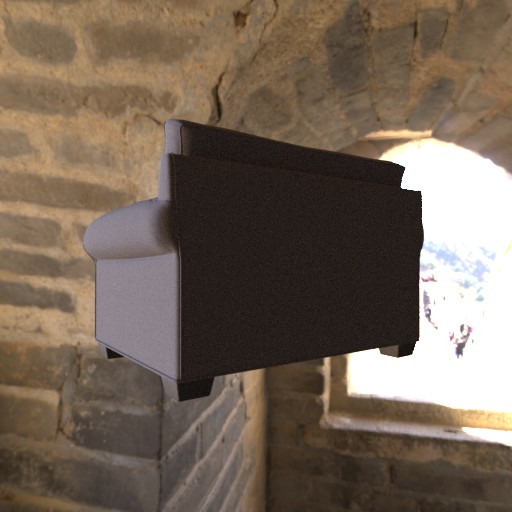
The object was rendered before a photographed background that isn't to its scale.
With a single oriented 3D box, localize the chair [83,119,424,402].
[{"bbox_3d":[0.000,0.000,2.087,1.390,0.930,0.930,0,-1,-35],"label":"chair"}]
